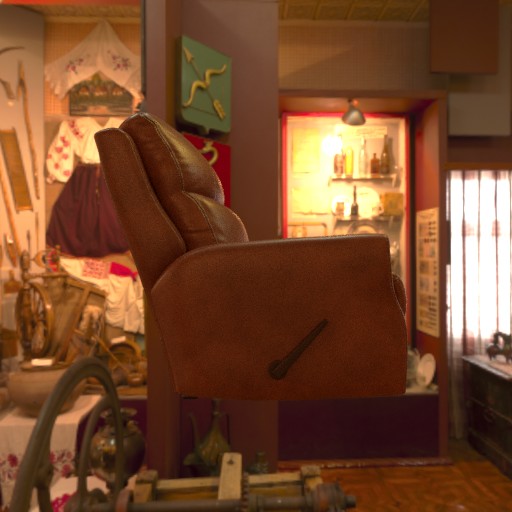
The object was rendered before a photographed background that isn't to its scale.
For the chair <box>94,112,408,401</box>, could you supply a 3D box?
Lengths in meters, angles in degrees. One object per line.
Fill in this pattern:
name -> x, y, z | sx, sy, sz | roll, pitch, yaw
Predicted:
chair -> 0.000, 0.000, 1.773 | 1.072, 1.016, 0.821 | 0, 0, 0
